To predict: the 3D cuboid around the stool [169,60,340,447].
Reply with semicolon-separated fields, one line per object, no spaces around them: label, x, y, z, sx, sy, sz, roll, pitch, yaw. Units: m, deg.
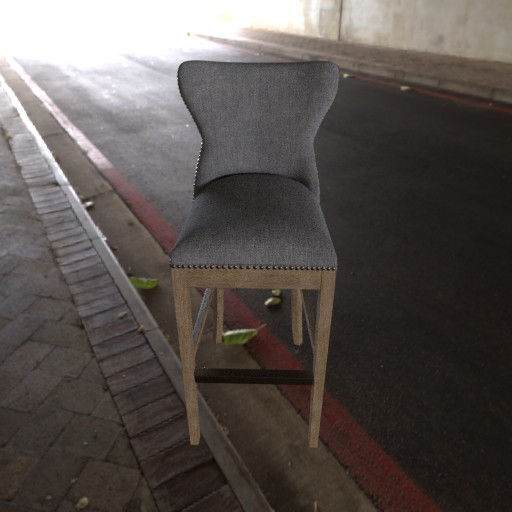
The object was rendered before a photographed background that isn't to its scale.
stool;0.000;0.000;1.447;0.494;1.123;0.606;1;31;1
